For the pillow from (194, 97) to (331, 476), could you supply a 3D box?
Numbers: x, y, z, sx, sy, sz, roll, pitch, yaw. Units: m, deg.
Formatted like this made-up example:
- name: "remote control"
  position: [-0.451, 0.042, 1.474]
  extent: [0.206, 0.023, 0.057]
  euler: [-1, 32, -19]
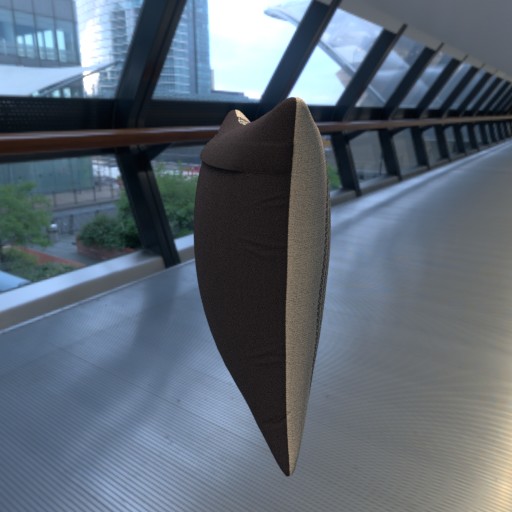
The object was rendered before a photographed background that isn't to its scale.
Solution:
- name: "pillow"
  position: [0.000, 0.000, 0.629]
  extent: [0.173, 0.406, 0.405]
  euler: [-3, 17, -10]
